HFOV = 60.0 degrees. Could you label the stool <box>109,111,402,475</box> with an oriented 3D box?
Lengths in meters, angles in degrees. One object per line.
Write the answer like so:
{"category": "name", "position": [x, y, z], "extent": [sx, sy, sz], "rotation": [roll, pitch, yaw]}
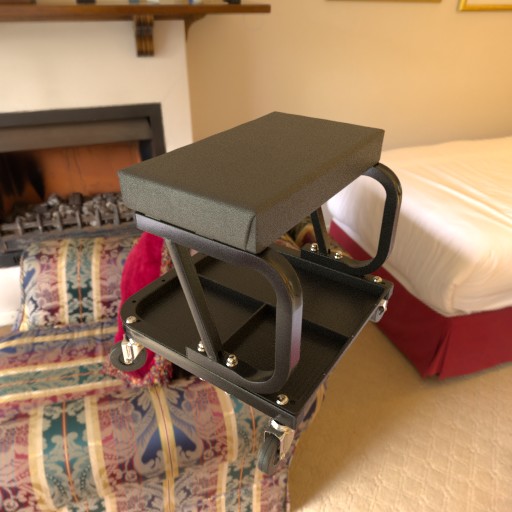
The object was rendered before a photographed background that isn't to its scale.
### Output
{"category": "stool", "position": [0.000, 0.000, 0.735], "extent": [0.371, 0.380, 0.446], "rotation": [20, 37, 29]}
